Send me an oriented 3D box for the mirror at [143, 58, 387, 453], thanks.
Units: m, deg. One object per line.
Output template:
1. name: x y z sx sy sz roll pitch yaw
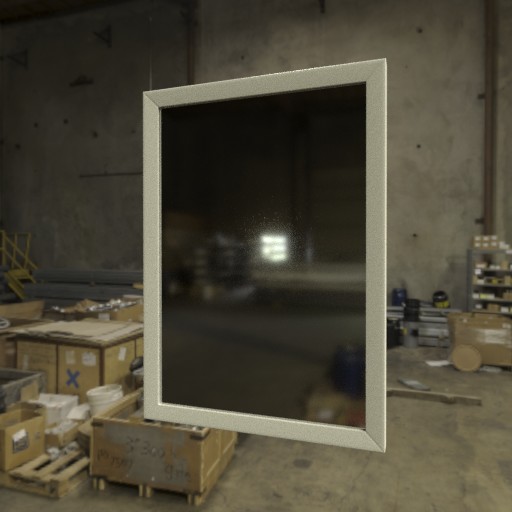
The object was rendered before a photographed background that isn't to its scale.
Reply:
1. mirror: 0.000 0.000 0.899 0.507 0.710 0.040 0 1 19
